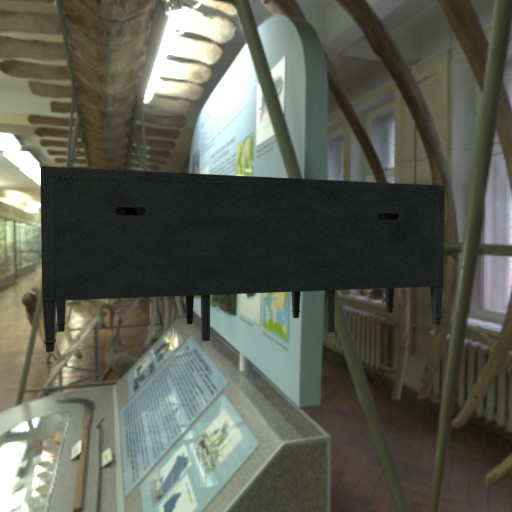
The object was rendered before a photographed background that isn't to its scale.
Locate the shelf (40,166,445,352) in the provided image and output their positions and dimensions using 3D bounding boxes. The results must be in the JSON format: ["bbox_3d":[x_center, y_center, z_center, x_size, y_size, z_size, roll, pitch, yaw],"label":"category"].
[{"bbox_3d":[0.000,0.000,2.209,1.878,0.715,0.471,-1,2,-18],"label":"shelf"}]
